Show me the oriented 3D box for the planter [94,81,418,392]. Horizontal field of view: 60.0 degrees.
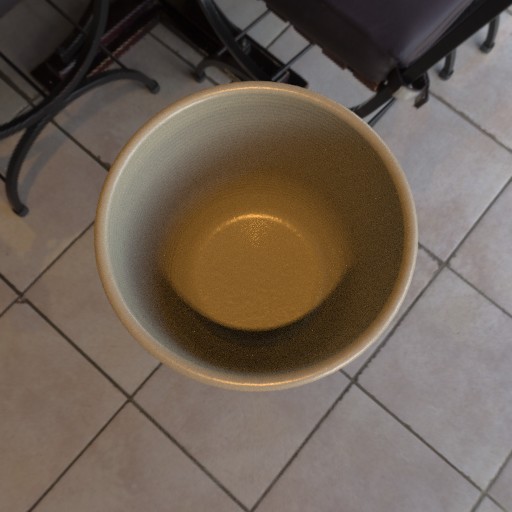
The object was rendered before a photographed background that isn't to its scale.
[{"bbox_3d":[0.000,0.000,0.221,0.124,0.109,0.124,0,76,0],"label":"planter"}]
